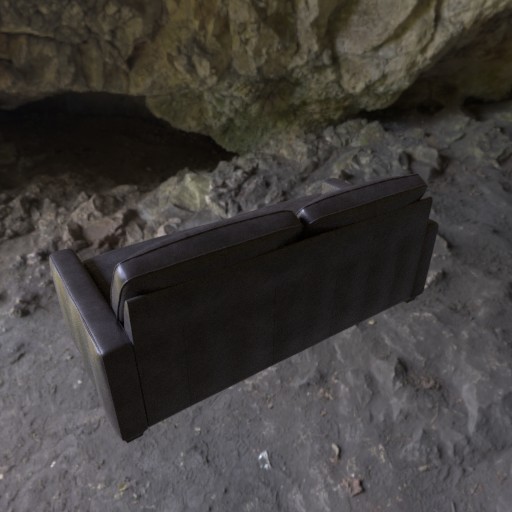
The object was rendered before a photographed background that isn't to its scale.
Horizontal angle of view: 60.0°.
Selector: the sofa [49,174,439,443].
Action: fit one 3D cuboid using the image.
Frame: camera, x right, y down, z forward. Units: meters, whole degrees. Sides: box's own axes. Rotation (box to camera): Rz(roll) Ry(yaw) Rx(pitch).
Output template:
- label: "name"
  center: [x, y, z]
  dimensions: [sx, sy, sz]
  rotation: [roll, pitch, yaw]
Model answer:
- label: "sofa"
  center: [0.000, 0.000, 2.574]
  dimensions: [2.081, 0.916, 0.939]
  rotation: [-19, 36, -29]
